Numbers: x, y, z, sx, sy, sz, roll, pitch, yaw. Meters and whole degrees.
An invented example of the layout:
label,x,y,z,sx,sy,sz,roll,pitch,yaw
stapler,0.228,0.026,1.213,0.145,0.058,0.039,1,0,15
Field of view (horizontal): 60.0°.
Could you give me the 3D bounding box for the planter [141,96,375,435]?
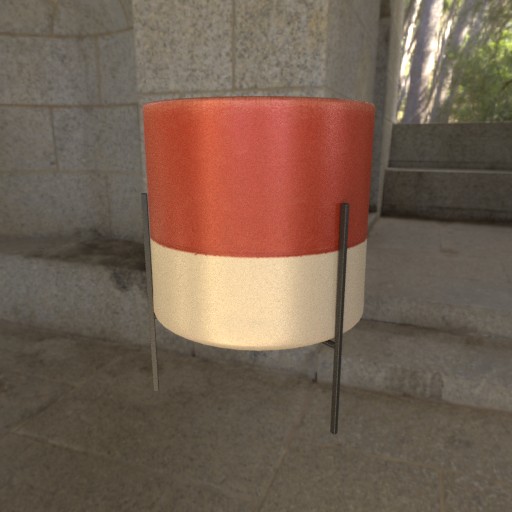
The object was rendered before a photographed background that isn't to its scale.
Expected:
label,x,y,z,sx,sy,sz,roll,pitch,yaw
planter,0.000,0.000,0.727,0.354,0.465,0.345,-2,15,-8
